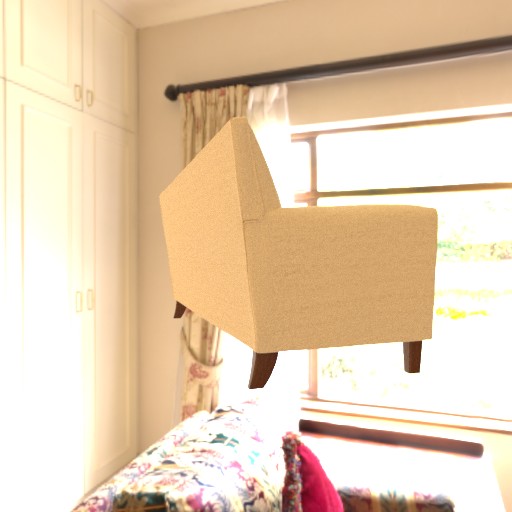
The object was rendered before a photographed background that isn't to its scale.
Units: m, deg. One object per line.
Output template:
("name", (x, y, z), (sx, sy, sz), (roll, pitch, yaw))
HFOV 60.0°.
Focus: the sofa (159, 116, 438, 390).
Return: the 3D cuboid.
("sofa", (0.000, 0.000, 2.459), (0.841, 0.907, 2.001), (0, 0, -19))
